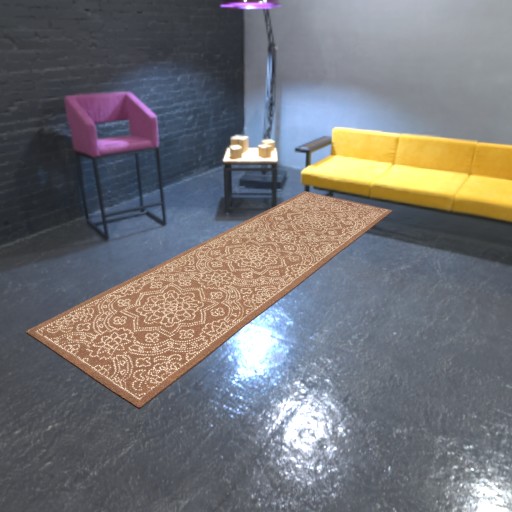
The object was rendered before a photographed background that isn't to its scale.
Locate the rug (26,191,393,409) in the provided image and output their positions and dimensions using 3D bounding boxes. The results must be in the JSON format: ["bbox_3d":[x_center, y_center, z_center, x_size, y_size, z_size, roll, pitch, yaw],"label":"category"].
[{"bbox_3d":[0.000,0.000,2.657,0.769,0.012,2.448,18,32,32],"label":"rug"}]
